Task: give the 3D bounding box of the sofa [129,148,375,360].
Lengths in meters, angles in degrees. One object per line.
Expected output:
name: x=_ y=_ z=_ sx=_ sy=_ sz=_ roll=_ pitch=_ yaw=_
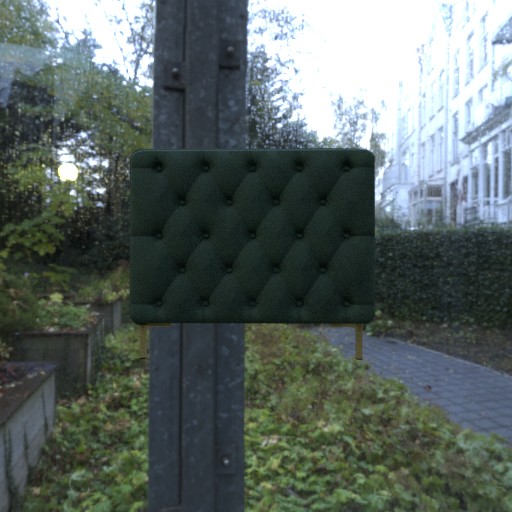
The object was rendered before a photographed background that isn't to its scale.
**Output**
sofa: x=0.000 y=0.000 z=2.651 sx=0.895 sy=0.771 sz=2.209 roll=0 pitch=0 yaw=1
